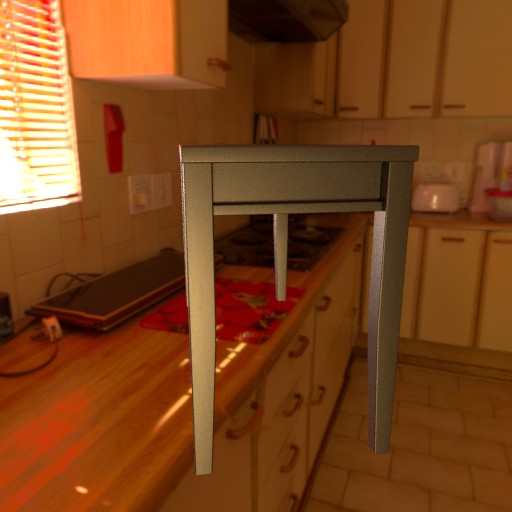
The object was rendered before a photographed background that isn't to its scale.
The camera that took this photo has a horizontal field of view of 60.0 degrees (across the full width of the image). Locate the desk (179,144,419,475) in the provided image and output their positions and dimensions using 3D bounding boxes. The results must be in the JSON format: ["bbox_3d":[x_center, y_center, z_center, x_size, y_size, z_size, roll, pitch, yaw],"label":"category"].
[{"bbox_3d":[0.000,0.000,1.587,0.508,0.775,1.220,-2,14,-9],"label":"desk"}]
